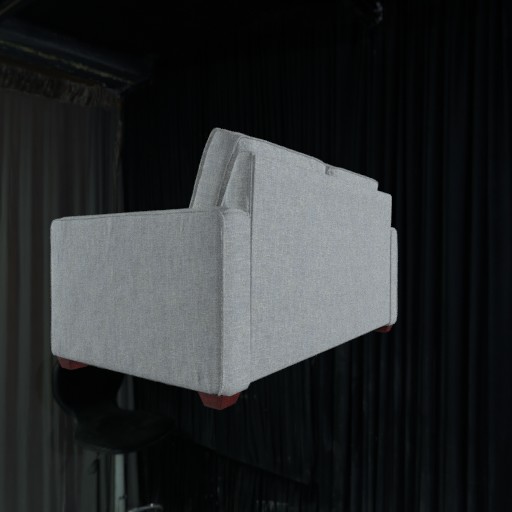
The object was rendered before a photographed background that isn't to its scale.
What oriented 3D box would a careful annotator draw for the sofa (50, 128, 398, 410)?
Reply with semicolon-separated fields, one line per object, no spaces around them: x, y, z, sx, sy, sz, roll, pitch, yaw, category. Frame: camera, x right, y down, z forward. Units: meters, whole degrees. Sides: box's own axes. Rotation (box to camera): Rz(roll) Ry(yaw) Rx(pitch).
0.000;0.000;2.255;0.945;0.915;1.706;1;1;35;sofa
